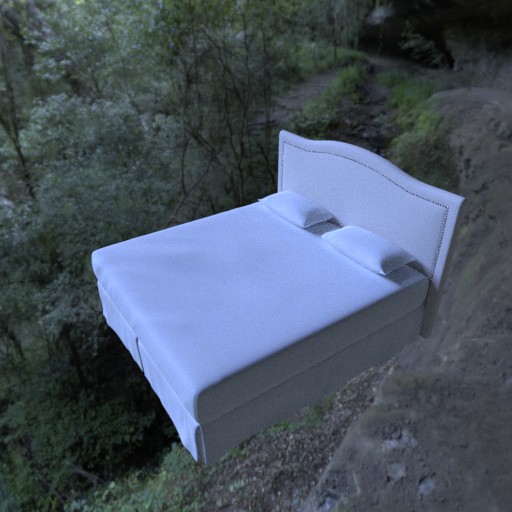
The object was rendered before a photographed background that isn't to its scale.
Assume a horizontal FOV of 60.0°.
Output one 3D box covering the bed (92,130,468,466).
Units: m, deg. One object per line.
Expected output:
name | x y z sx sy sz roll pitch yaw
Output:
bed | 0.000 0.000 3.587 2.182 1.421 2.083 -20 37 -29
